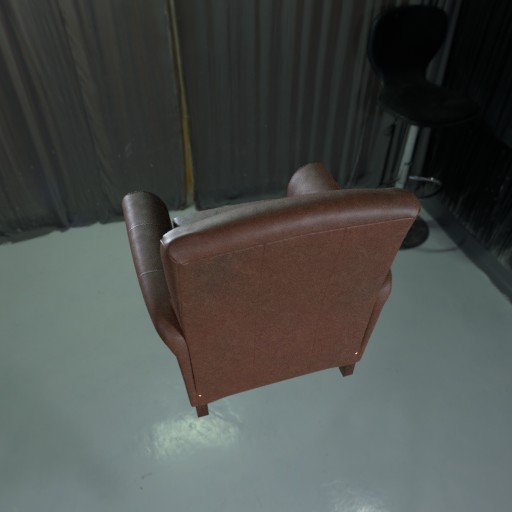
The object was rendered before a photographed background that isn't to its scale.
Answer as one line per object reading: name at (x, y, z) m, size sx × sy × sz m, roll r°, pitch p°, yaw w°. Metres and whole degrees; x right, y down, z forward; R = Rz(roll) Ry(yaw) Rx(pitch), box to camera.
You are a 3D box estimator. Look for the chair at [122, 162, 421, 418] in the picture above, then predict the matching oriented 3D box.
chair at (0.000, 0.000, 1.808) m, size 0.978 × 1.061 × 0.902 m, roll -12°, pitch 43°, yaw -13°
